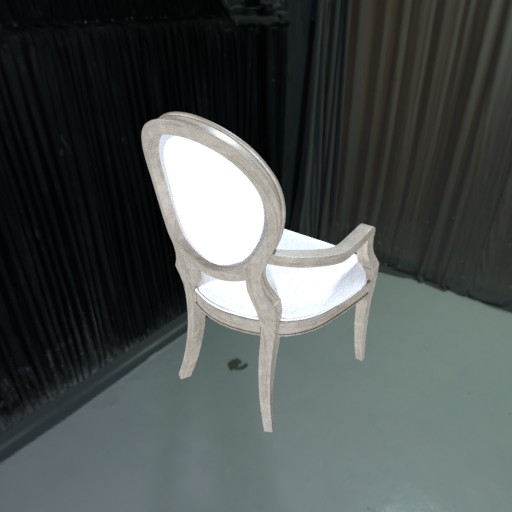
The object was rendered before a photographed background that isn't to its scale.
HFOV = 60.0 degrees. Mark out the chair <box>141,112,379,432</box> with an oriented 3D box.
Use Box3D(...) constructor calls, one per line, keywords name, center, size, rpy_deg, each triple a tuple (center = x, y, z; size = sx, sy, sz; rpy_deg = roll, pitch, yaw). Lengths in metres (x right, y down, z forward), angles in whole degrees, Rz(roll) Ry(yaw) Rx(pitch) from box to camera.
Box3D(name="chair", center=(0.000, 0.000, 1.423), size=(0.611, 0.991, 0.602), rpy_deg=(21, 36, 31))
